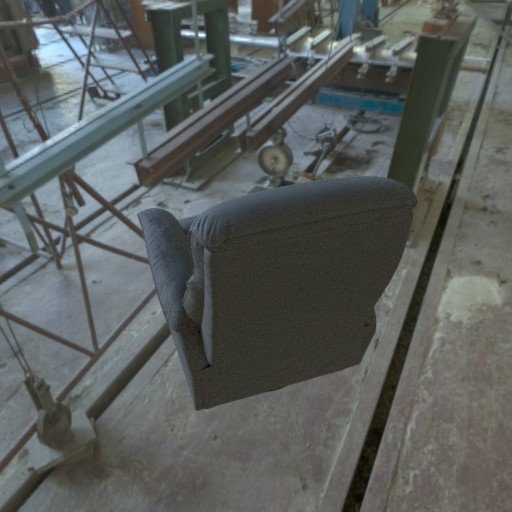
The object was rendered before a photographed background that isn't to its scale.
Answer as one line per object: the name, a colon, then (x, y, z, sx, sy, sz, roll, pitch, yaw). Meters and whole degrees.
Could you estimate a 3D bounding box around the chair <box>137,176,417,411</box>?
chair: (0.000, 0.000, 1.746, 0.820, 1.037, 1.004, -12, 39, -15)
